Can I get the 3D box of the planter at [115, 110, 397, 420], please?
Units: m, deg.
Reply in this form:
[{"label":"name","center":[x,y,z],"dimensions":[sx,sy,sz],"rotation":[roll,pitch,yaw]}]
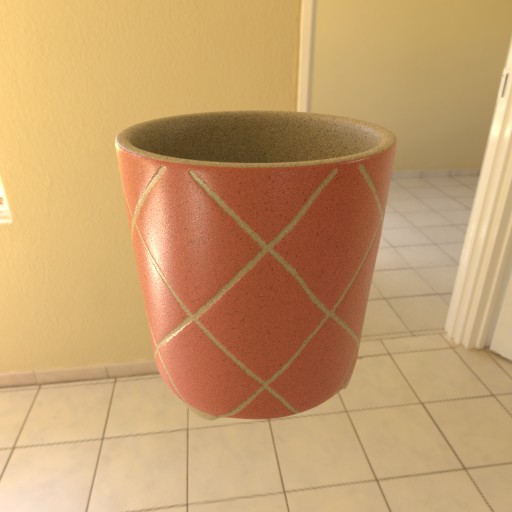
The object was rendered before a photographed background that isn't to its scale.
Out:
[{"label":"planter","center":[0.000,0.000,0.422],"dimensions":[0.227,0.235,0.227],"rotation":[0,26,0]}]
